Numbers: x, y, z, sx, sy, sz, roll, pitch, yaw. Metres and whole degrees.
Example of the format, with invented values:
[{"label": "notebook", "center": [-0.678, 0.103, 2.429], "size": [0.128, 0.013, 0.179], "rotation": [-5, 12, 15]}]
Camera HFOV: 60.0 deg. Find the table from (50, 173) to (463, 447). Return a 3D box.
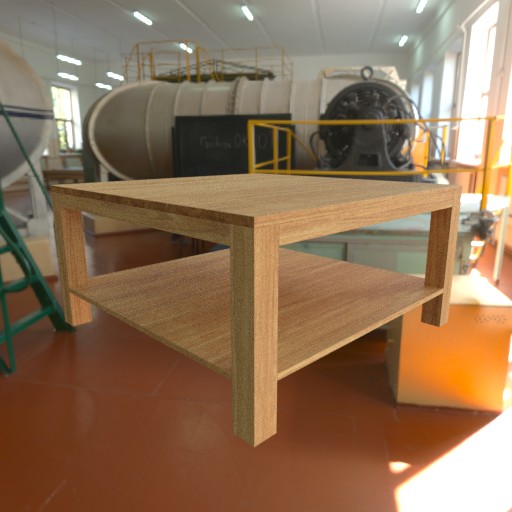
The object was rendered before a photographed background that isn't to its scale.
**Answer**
[{"label": "table", "center": [0.000, 0.000, 1.421], "size": [0.900, 0.450, 0.900], "rotation": [-13, 19, -43]}]
